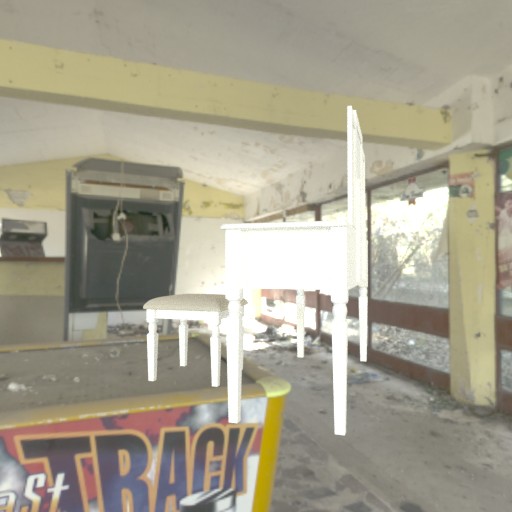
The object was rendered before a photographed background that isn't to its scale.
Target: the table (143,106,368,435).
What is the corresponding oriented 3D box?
[{"bbox_3d":[0.000,0.000,2.367,1.115,1.310,1.369,0,-1,17],"label":"table"}]
